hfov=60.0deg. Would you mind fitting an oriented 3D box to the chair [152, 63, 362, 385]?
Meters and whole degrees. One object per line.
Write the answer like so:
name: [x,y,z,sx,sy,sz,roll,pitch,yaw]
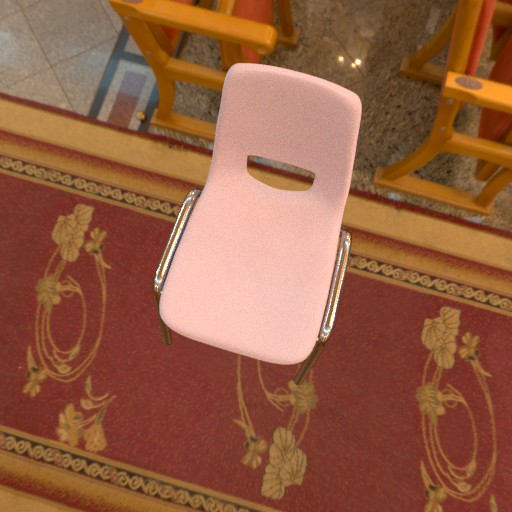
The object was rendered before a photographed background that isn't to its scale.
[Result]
chair: [0.000,0.000,0.845,0.354,0.586,0.423,16,77,4]
